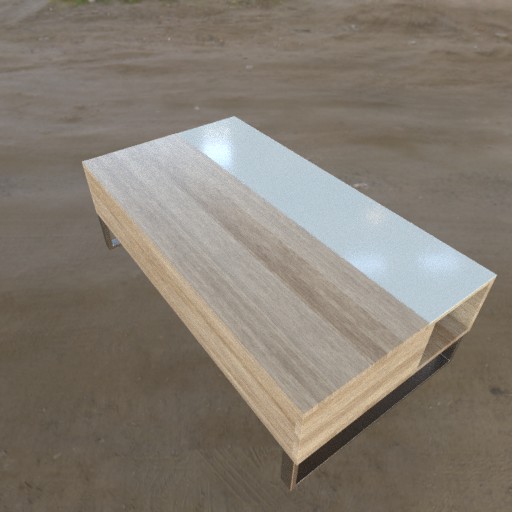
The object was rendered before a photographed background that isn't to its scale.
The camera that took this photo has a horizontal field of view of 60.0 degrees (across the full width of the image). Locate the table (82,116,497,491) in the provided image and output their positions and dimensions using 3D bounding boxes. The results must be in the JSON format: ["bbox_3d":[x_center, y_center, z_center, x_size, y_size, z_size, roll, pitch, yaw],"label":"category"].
[{"bbox_3d":[0.000,0.000,1.357,0.600,0.350,1.100,-26,47,-26],"label":"table"}]
